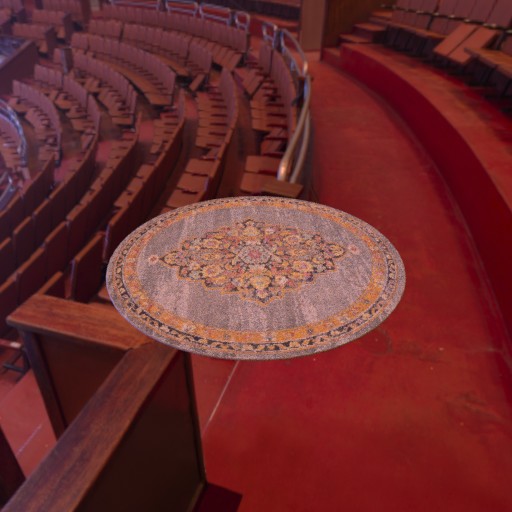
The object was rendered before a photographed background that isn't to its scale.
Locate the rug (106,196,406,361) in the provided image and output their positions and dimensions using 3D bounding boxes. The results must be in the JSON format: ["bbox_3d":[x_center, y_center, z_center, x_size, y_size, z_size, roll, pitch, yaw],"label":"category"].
[{"bbox_3d":[0.000,0.000,3.663,2.382,0.014,2.382,0,32,0],"label":"rug"}]
